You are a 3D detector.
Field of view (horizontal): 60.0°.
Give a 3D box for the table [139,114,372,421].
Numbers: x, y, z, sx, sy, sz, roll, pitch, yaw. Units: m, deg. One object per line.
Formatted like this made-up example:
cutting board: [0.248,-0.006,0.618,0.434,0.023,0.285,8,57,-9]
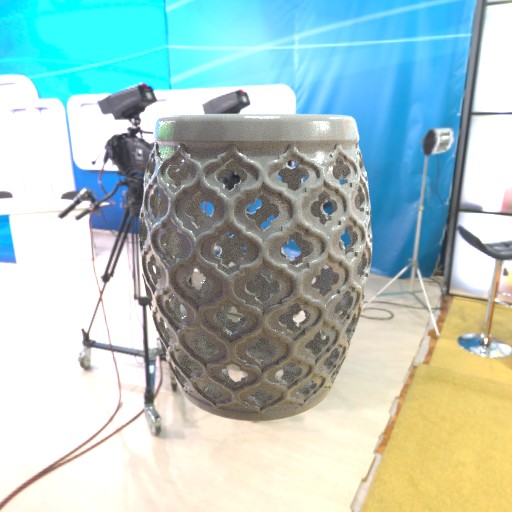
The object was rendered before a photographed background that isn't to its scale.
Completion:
table: [0.000,0.000,0.644,0.325,0.388,0.325,0,16,0]
